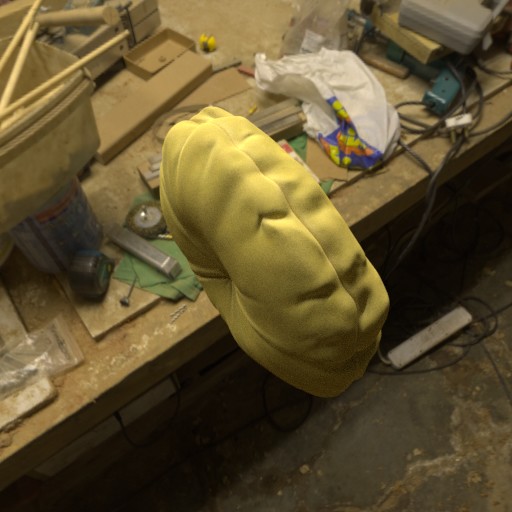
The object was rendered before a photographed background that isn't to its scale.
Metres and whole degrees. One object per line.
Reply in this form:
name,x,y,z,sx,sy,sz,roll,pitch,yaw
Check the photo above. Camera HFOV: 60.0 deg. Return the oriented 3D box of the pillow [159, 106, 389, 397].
pillow,0.000,0.000,0.628,0.148,0.407,0.428,-31,64,-18
